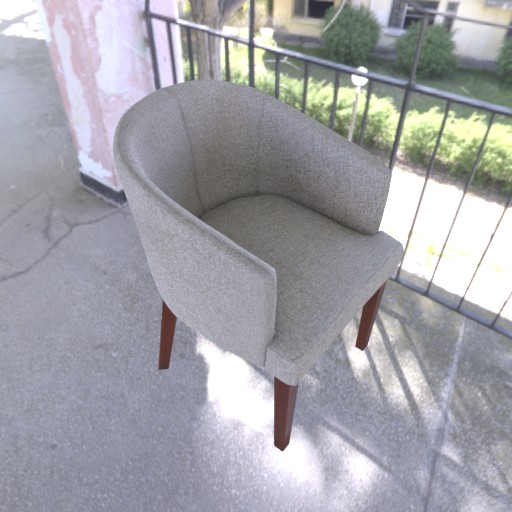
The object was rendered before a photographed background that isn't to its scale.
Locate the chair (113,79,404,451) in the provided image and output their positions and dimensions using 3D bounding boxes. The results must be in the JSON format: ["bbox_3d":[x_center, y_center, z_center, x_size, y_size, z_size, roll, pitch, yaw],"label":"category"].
[{"bbox_3d":[0.000,0.000,1.258,0.655,0.811,0.583,28,49,28],"label":"chair"}]
